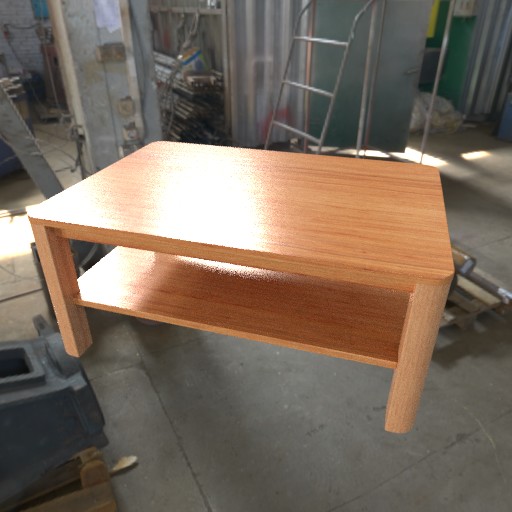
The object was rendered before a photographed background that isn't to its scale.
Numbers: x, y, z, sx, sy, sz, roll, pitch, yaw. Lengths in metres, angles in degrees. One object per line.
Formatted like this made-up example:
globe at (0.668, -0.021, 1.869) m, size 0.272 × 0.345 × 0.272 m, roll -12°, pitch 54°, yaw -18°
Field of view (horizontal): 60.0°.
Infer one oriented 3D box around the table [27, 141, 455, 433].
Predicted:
table at (0.000, 0.000, 1.353) m, size 0.997 × 0.445 × 0.696 m, roll 9°, pitch 31°, yaw 15°
